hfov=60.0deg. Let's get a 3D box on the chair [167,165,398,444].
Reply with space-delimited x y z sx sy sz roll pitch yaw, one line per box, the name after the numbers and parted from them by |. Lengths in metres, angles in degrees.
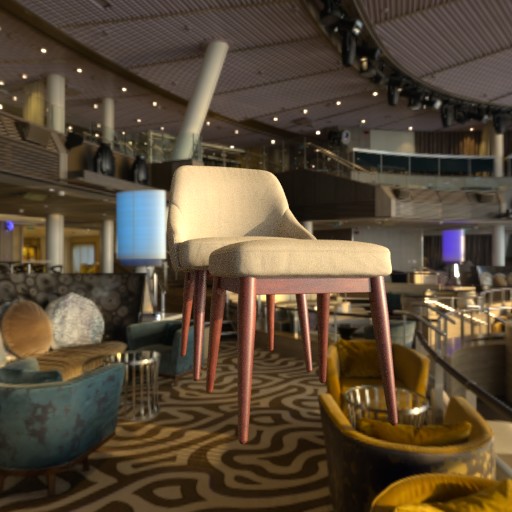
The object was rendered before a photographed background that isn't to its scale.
0.000 0.000 1.587 0.584 0.866 1.114 0 -1 -17 | chair
